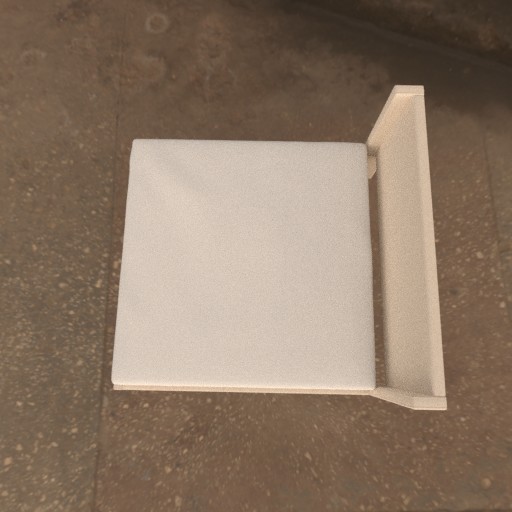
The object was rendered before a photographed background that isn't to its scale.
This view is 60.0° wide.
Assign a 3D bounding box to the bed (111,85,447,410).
[{"bbox_3d":[0.000,0.000,3.539,2.293,1.471,2.145,1,77,0],"label":"bed"}]
